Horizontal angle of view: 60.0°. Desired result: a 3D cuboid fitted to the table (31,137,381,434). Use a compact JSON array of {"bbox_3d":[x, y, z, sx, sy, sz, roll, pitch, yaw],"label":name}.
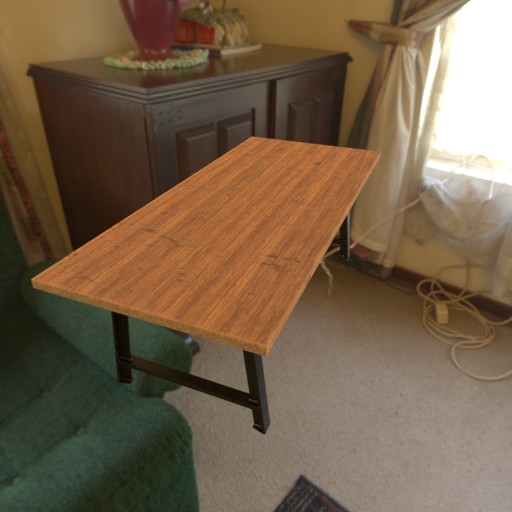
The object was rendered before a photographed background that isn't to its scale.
[{"bbox_3d":[0.000,0.000,2.641,1.000,0.757,2.200,12,33,20],"label":"table"}]
